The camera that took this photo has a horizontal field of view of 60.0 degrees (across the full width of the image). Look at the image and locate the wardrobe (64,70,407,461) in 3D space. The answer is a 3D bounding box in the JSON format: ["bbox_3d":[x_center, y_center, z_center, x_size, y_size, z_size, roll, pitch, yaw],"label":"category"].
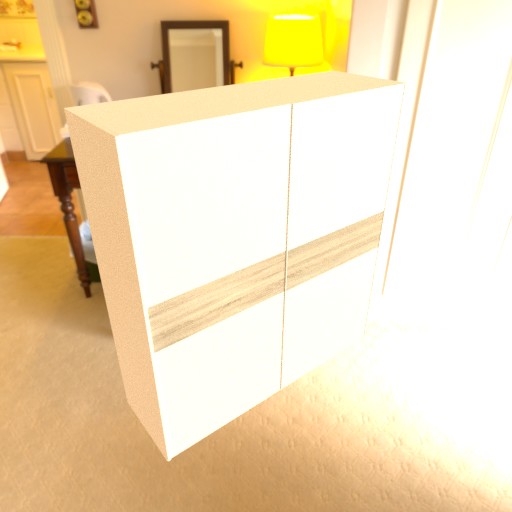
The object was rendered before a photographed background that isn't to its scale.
[{"bbox_3d":[0.000,0.000,2.889,1.830,2.020,0.600,-22,37,-32],"label":"wardrobe"}]
